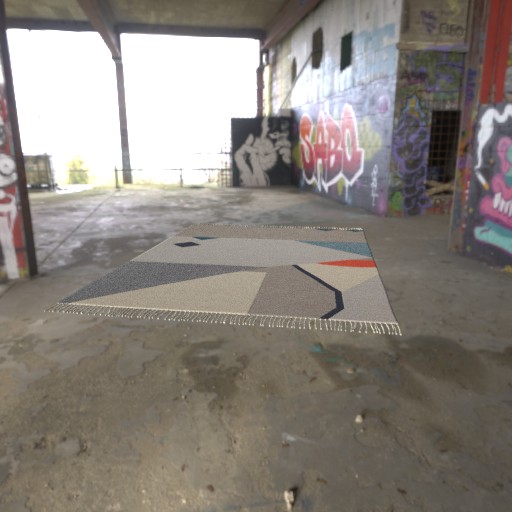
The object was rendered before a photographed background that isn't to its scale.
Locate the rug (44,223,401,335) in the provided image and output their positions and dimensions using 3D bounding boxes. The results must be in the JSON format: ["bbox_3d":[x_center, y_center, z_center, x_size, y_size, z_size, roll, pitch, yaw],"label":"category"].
[{"bbox_3d":[0.000,0.000,2.329,1.220,0.005,1.828,2,14,9],"label":"rug"}]
